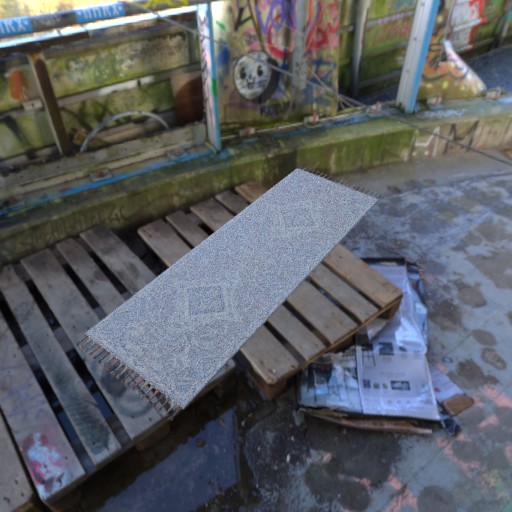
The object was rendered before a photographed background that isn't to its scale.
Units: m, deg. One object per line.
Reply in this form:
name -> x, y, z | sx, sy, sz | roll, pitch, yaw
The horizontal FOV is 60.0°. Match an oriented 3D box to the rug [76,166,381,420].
rug -> 0.000, 0.000, 2.878 | 2.378, 0.018, 1.324 | -27, 49, -27
